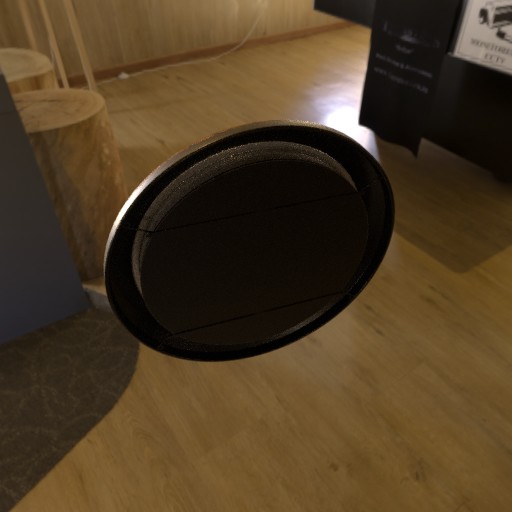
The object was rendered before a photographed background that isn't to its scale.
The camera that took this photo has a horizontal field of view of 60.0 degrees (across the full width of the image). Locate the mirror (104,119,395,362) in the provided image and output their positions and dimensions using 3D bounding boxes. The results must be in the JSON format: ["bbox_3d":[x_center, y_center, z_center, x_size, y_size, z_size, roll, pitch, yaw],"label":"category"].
[{"bbox_3d":[0.000,0.000,1.389,0.907,0.907,0.111,-12,43,-14],"label":"mirror"}]
